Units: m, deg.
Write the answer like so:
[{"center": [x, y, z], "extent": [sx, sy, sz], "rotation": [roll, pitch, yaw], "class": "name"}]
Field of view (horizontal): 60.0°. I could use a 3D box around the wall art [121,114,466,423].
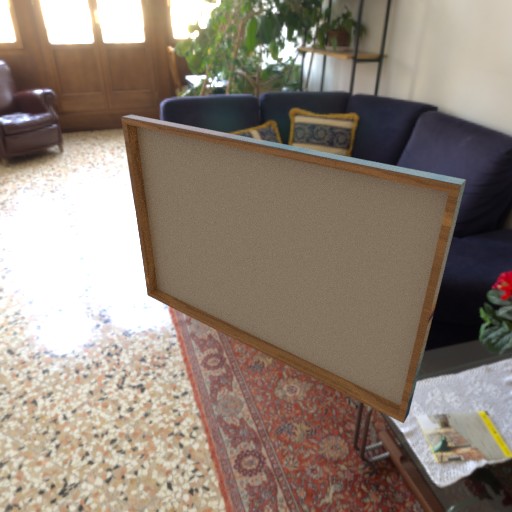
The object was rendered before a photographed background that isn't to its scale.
[{"center": [0.000, 0.000, 1.166], "extent": [0.911, 0.605, 0.037], "rotation": [20, 35, 31], "class": "wall art"}]
